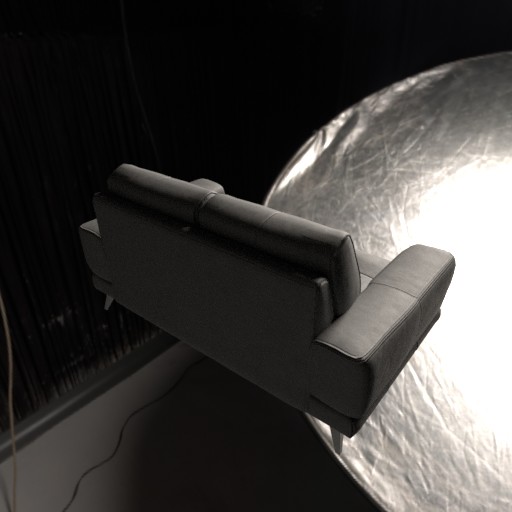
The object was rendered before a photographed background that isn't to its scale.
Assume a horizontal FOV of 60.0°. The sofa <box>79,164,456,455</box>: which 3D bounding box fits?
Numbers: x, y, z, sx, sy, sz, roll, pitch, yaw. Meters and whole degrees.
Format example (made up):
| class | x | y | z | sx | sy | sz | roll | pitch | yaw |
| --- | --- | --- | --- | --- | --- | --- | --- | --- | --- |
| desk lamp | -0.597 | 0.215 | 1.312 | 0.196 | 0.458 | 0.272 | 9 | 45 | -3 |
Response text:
| class | x | y | z | sx | sy | sz | roll | pitch | yaw |
| --- | --- | --- | --- | --- | --- | --- | --- | --- | --- |
| sofa | 0.000 | 0.000 | 2.375 | 1.806 | 0.907 | 1.018 | 21 | 36 | 33 |
